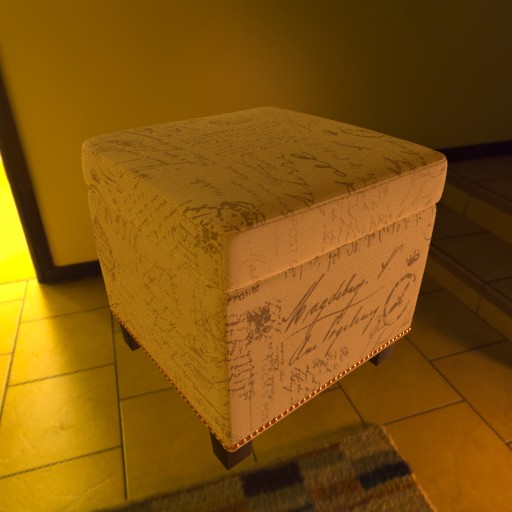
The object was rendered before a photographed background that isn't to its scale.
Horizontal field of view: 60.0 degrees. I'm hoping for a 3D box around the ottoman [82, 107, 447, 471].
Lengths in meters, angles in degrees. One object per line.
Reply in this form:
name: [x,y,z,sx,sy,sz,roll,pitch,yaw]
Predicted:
ottoman: [0.000,0.000,0.829,0.450,0.457,0.449,-22,37,-32]
